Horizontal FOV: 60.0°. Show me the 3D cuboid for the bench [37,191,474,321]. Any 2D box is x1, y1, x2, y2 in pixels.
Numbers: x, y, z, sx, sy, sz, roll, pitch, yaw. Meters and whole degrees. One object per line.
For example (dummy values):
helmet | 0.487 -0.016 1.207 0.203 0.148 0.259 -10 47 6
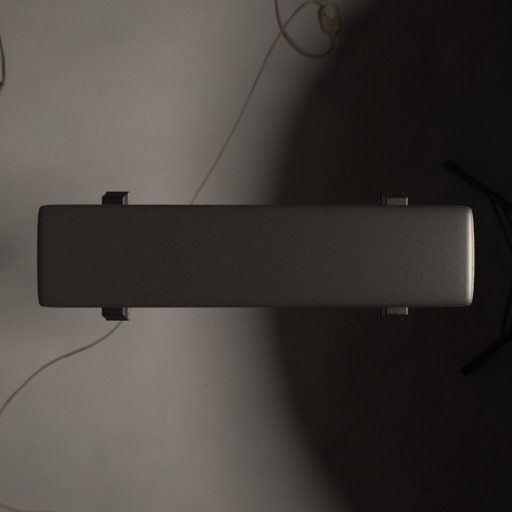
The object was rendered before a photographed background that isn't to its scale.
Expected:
bench | 0.000 0.000 1.290 1.072 0.453 0.439 0 90 -1
